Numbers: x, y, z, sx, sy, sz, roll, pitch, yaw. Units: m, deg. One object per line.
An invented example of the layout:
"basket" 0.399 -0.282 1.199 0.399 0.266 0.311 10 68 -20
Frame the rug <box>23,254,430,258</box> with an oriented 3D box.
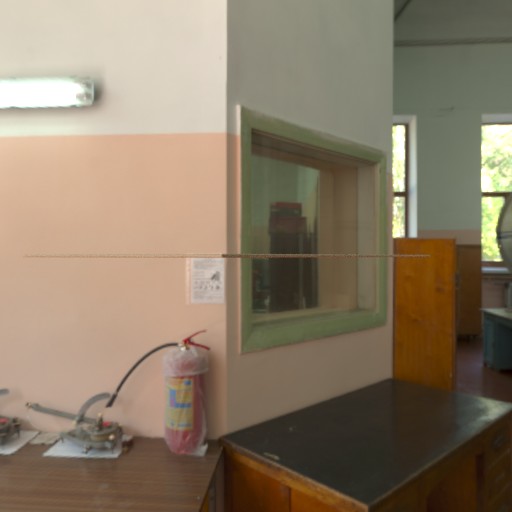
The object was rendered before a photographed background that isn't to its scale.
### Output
"rug" 0.000 0.000 2.897 1.526 0.014 2.290 0 0 38
